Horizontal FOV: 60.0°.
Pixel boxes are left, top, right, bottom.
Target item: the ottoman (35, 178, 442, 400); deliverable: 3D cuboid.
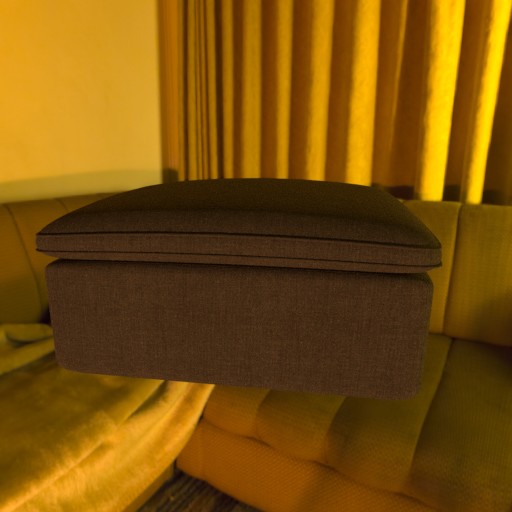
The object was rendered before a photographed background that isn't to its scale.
[{"bbox_3d":[0.000,0.000,1.629,1.067,0.559,1.067,2,14,9],"label":"ottoman"}]
